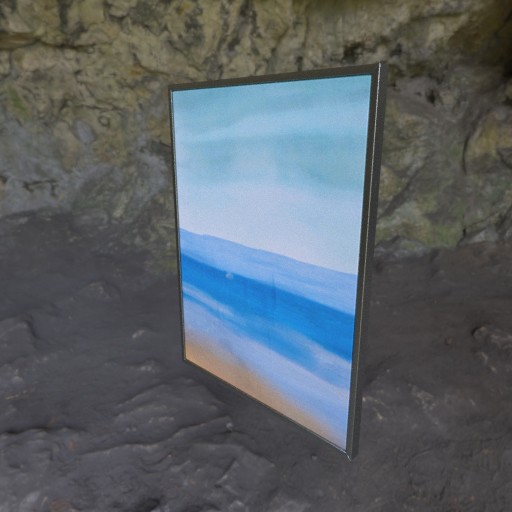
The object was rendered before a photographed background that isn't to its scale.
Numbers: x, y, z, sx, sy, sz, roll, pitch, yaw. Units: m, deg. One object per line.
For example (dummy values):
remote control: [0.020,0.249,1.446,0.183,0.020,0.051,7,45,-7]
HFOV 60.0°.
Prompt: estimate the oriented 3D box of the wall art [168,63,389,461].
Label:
wall art: [0.000,0.000,1.411,0.803,1.062,0.041,15,22,42]
